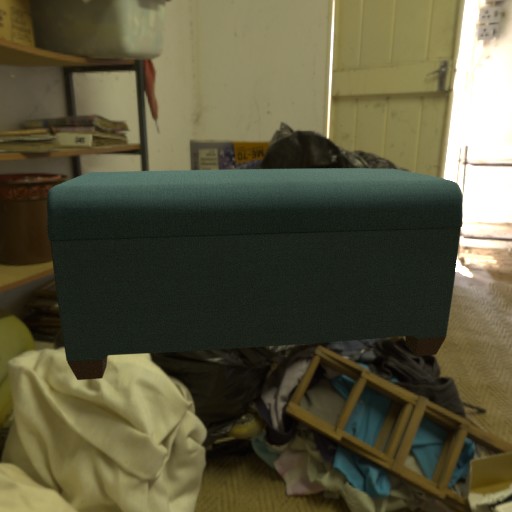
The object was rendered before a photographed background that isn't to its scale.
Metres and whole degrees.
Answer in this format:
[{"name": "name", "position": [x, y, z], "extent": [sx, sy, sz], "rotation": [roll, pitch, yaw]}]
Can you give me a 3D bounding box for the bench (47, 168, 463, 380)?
[{"name": "bench", "position": [0.000, 0.000, 1.271], "extent": [0.995, 0.474, 0.476], "rotation": [-2, 17, -7]}]
